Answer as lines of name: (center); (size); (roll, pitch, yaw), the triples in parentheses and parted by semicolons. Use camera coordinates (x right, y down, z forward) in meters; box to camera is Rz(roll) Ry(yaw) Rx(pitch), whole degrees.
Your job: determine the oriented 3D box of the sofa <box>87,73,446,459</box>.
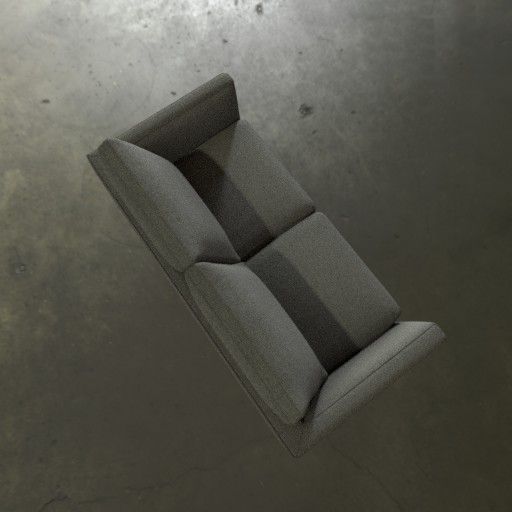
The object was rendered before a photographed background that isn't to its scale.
sofa: (0.000, 0.000, 2.134); (0.803, 0.924, 1.594); (-35, 77, -9)
